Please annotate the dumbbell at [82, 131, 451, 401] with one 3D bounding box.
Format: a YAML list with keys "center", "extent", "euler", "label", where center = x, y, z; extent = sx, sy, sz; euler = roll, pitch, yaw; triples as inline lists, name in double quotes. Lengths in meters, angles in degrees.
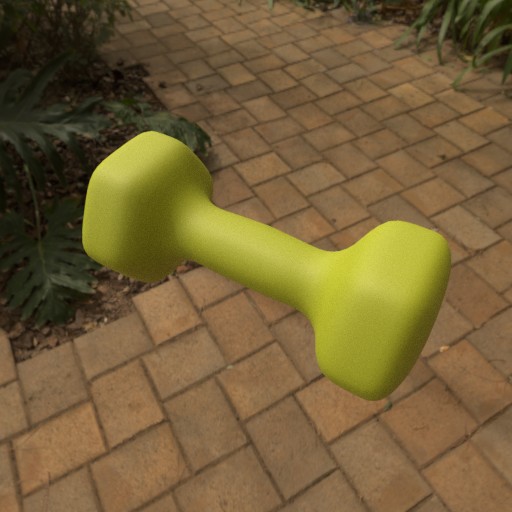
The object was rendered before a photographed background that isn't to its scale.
- center: [0.000, 0.000, 0.208]
  extent: [0.164, 0.072, 0.080]
  euler: [24, 52, 20]
  label: "dumbbell"
